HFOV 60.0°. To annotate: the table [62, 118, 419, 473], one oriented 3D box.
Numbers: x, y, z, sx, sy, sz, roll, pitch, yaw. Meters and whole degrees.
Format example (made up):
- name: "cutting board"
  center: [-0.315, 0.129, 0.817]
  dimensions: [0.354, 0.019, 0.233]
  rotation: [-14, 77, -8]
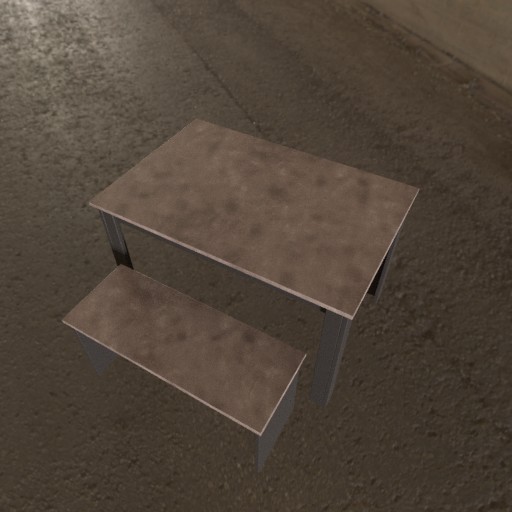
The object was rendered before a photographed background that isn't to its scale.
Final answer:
- name: "table"
  center: [0.000, 0.000, 2.016]
  dimensions: [1.100, 0.700, 1.443]
  rotation: [23, 51, 20]
